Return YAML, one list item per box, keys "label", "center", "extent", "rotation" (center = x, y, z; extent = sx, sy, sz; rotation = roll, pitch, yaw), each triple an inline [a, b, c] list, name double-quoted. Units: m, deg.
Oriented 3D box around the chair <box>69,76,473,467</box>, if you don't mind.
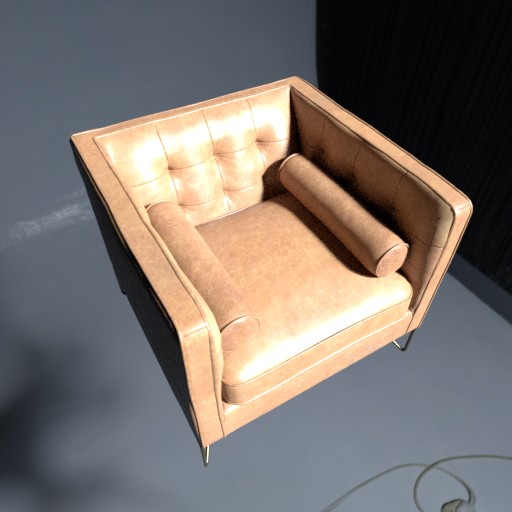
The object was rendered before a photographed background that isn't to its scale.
- label: "chair"
  center: [0.000, 0.000, 1.601]
  extent: [0.920, 0.797, 0.912]
  rotation: [-23, 50, -20]
